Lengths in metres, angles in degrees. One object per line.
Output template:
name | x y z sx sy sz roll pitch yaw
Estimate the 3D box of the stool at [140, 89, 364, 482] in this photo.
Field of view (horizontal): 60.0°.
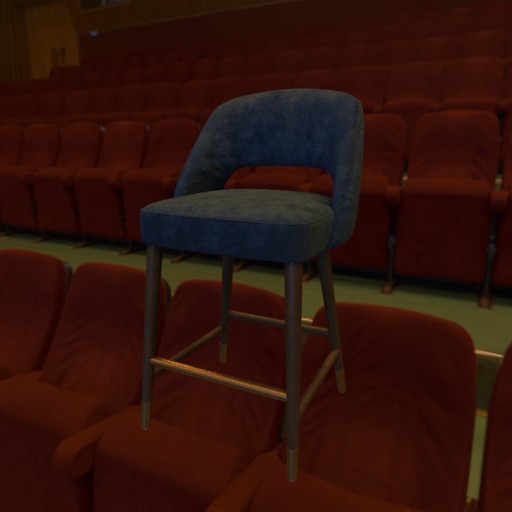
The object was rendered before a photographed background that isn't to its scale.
stool | 0.000 0.000 1.242 0.536 0.925 0.524 7 16 25
